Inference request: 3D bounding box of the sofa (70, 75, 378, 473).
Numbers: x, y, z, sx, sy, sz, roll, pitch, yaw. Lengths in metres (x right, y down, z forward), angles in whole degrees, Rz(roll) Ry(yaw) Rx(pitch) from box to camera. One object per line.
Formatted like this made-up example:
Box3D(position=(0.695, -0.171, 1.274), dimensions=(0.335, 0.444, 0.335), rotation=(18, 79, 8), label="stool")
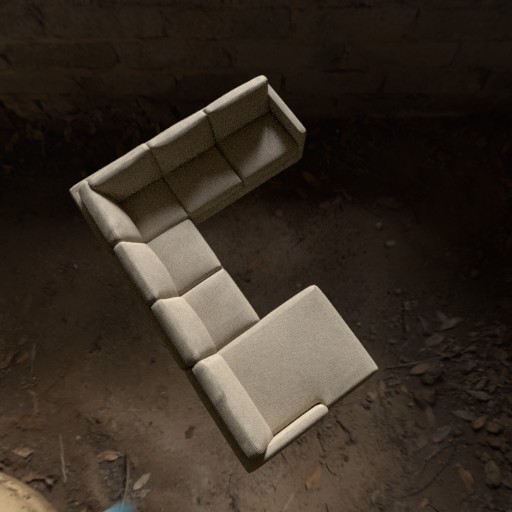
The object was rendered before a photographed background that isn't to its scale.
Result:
Box3D(position=(0.000, 0.000, 4.828), dimensions=(2.593, 0.959, 3.460), rotation=(-34, 77, -9), label="sofa")
